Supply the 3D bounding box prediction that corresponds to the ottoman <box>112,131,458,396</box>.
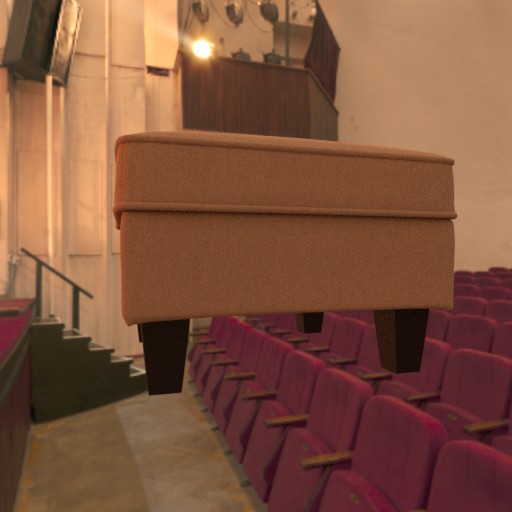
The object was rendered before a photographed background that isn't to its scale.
[{"bbox_3d":[0.000,0.000,1.003,0.613,0.438,0.616,0,0,-17],"label":"ottoman"}]
